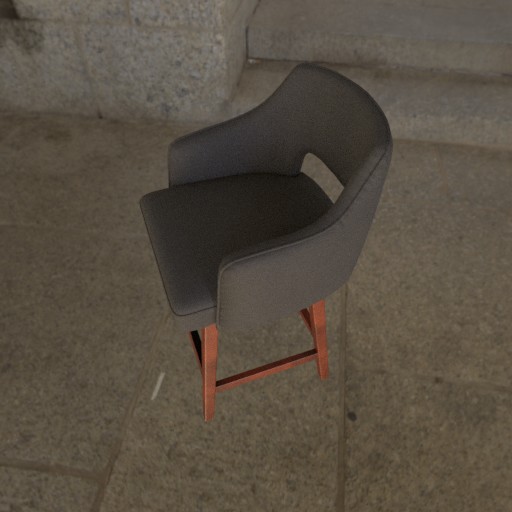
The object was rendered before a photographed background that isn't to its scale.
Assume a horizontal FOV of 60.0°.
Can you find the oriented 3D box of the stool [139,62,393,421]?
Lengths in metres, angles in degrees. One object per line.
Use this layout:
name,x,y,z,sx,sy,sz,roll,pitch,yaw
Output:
stool,0.000,0.000,1.278,0.558,0.912,0.548,-15,48,-14
